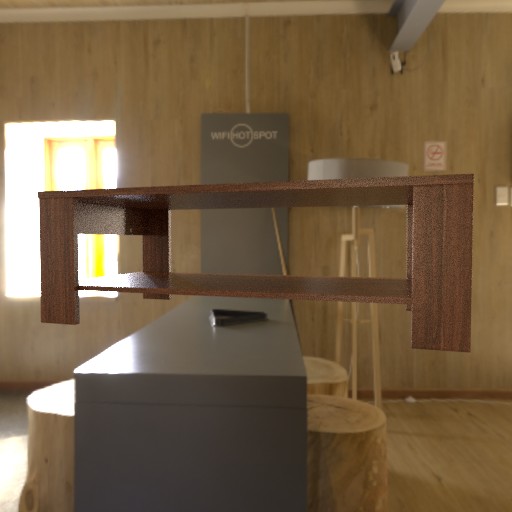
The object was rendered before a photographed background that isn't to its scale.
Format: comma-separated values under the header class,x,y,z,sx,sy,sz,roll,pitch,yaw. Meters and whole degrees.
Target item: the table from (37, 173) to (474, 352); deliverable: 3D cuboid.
class,x,y,z,sx,sy,sz,roll,pitch,yaw
table,0.000,0.000,1.454,1.200,0.400,0.600,1,2,17
